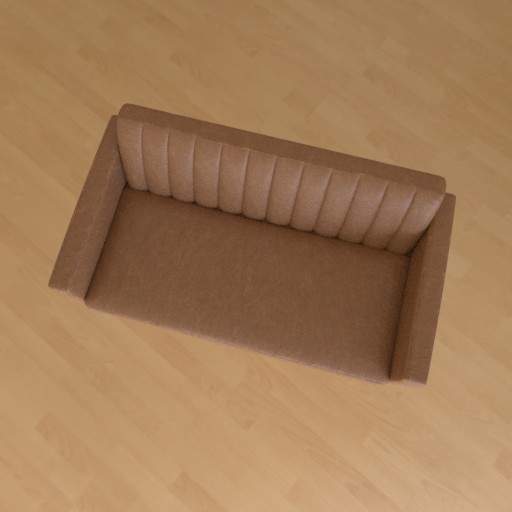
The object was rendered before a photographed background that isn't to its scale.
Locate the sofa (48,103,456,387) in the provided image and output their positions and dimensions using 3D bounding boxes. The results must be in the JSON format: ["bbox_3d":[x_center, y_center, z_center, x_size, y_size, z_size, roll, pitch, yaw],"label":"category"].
[{"bbox_3d":[0.000,0.000,2.381,1.847,0.821,0.993,14,77,3],"label":"sofa"}]
